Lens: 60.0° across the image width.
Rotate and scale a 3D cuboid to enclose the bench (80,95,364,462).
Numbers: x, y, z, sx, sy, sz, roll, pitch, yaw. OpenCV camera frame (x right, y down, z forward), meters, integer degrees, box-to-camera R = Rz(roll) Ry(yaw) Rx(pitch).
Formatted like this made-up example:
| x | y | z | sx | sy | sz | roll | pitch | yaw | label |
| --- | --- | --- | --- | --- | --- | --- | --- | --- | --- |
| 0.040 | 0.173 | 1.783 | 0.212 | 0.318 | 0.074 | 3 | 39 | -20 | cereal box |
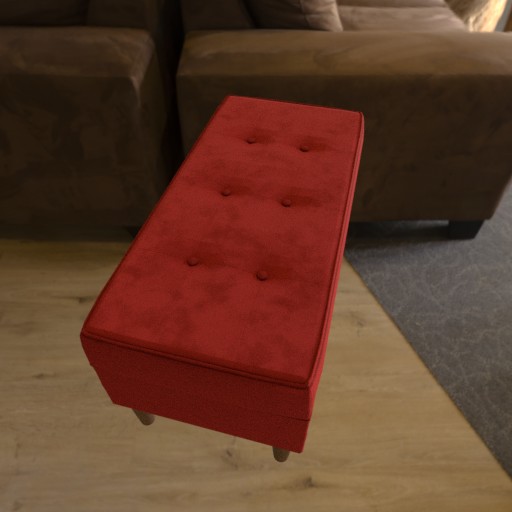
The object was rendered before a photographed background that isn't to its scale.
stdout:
| x | y | z | sx | sy | sz | roll | pitch | yaw | label |
| --- | --- | --- | --- | --- | --- | --- | --- | --- | --- |
| 0.000 | 0.000 | 1.318 | 0.492 | 0.471 | 1.016 | 11 | 48 | 10 | bench |
